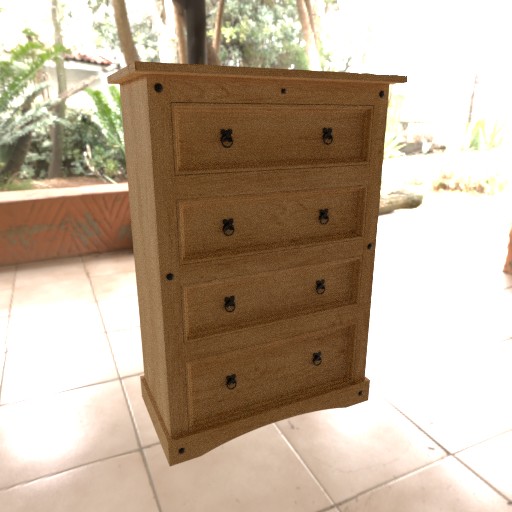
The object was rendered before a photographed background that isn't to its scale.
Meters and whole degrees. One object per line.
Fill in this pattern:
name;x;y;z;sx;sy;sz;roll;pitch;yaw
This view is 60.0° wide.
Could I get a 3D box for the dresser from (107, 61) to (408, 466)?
dresser;0.000;0.000;1.711;0.915;1.300;0.485;-8;19;-25
